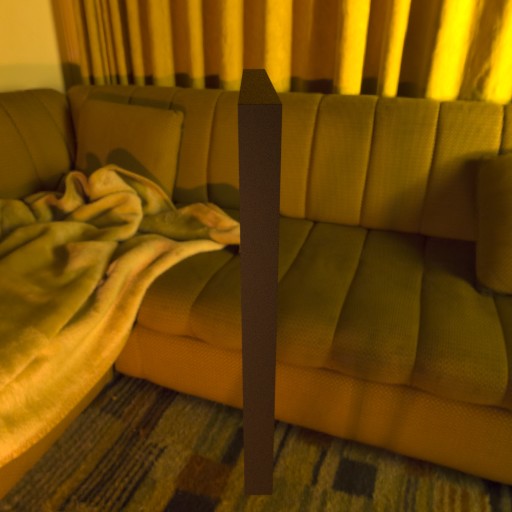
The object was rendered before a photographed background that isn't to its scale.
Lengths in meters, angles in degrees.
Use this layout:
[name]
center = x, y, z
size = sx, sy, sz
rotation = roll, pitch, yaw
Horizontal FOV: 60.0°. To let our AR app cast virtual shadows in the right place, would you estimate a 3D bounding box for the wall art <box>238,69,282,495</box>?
[wall art]
center = 0.000, 0.000, 0.516
size = 0.029, 0.381, 0.330
rotation = 0, 26, -1
